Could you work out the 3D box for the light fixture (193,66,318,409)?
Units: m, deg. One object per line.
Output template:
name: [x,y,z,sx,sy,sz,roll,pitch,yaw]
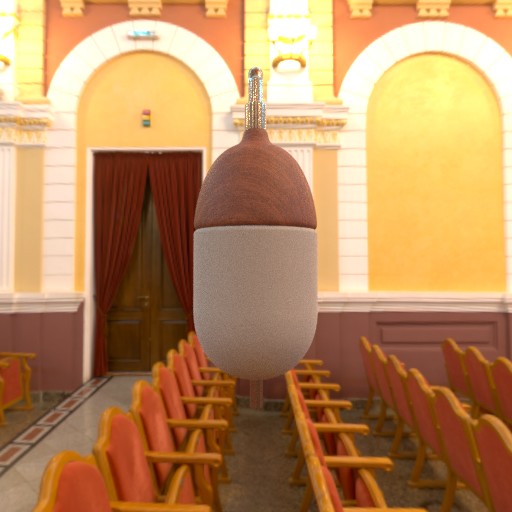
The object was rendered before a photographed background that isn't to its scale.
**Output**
light fixture: [0.000,0.000,0.439,0.108,0.343,0.216,0,-1,0]
